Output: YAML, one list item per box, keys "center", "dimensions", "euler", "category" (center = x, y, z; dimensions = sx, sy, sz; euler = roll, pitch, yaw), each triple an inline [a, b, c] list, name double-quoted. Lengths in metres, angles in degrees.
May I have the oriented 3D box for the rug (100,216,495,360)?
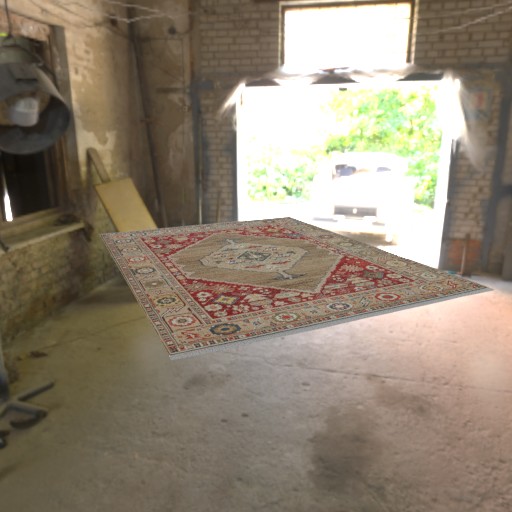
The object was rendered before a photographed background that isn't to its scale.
- center: [0.000, 0.000, 4.152]
  dimensions: [2.451, 0.008, 3.143]
  euler: [-7, 18, -24]
  category: "rug"
